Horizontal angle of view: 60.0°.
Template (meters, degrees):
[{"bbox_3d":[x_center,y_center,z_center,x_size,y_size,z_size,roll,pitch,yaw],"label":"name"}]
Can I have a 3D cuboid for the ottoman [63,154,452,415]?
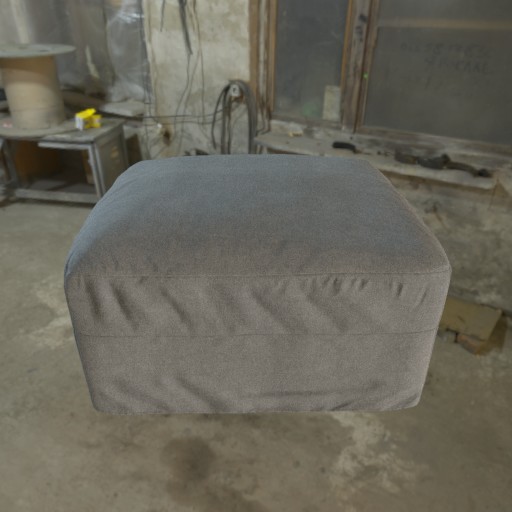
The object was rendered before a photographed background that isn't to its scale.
[{"bbox_3d":[0.000,0.000,1.224,0.837,0.481,0.683,0,30,-1],"label":"ottoman"}]
